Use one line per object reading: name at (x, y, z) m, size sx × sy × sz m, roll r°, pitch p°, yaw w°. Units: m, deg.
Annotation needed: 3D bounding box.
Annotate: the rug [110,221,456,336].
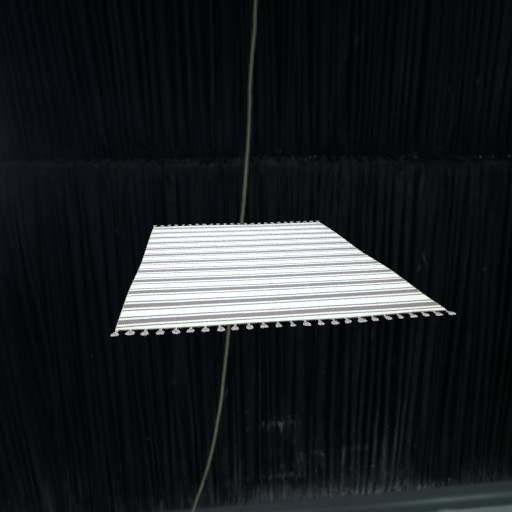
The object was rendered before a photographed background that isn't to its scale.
rug at (0.000, 0.000, 3.971) m, size 2.030 × 0.017 × 3.040 m, roll -2°, pitch 16°, yaw -8°
